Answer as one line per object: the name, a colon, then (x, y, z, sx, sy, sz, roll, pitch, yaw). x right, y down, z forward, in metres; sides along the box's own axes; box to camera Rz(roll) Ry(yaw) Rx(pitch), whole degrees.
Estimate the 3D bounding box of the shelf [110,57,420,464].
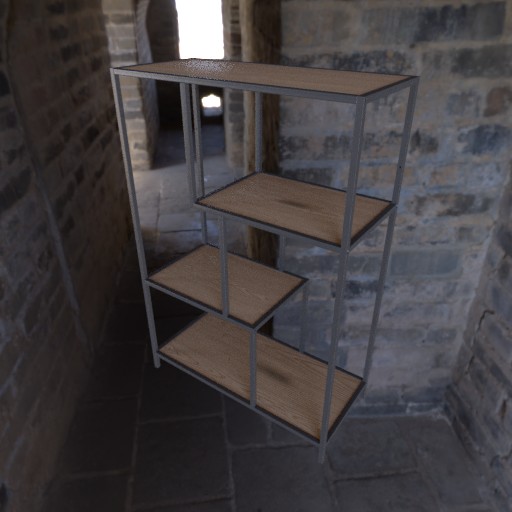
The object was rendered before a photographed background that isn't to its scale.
shelf: (0.000, 0.000, 1.472, 0.770, 1.138, 0.350, 19, 35, 30)
